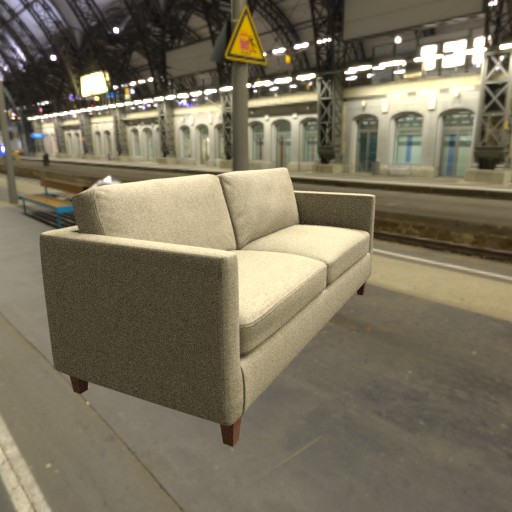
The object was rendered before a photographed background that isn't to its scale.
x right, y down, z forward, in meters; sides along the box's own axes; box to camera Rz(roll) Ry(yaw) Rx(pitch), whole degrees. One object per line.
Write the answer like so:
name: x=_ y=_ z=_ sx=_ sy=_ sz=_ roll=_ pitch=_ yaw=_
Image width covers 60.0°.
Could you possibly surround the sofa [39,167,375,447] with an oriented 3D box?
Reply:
sofa: x=0.000 y=0.000 z=2.638 sx=0.956 sy=0.960 sz=2.208 roll=7 pitch=15 yaw=26
